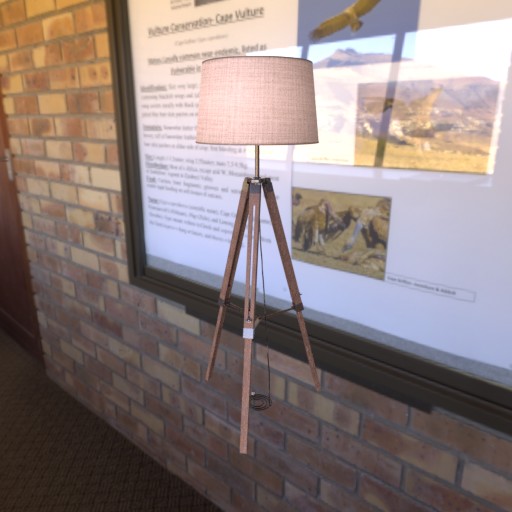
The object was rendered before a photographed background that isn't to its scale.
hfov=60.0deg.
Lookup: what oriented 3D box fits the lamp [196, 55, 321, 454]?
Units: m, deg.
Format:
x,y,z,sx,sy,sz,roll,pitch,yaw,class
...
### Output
x,y,z,sx,sy,sz,roll,pitch,yaw,class
0.000,0.000,1.869,0.604,1.510,0.587,3,17,8,lamp
